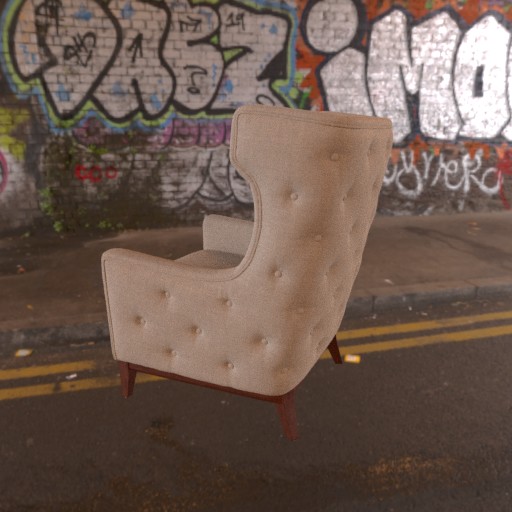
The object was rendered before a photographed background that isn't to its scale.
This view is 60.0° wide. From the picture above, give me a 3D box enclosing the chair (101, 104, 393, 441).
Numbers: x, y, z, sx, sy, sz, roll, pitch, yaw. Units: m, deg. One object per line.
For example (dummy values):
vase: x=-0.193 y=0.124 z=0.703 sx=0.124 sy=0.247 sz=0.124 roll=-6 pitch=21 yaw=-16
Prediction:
chair: x=0.000 y=0.000 z=1.712 sx=0.899 sy=1.079 sz=0.778 roll=8 pitch=18 yaw=25
